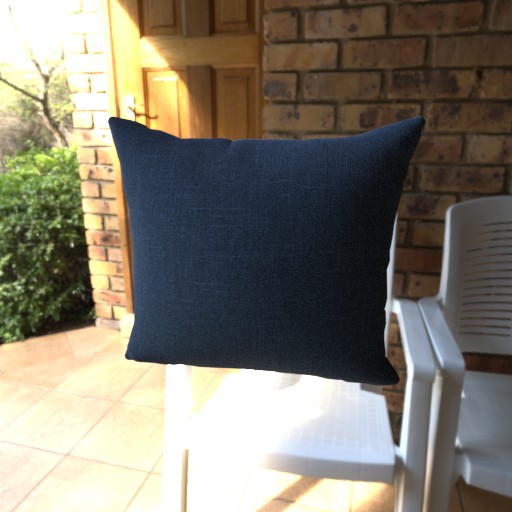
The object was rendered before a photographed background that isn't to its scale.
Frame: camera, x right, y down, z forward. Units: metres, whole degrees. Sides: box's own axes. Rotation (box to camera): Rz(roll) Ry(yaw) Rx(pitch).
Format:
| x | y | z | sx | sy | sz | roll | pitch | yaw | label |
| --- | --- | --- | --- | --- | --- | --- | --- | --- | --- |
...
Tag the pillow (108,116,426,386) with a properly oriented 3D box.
| x | y | z | sx | sy | sz | roll | pitch | yaw | label |
| --- | --- | --- | --- | --- | --- | --- | --- | --- | --- |
| 0.000 | 0.000 | 0.807 | 0.546 | 0.487 | 0.180 | 3 | 17 | 9 | pillow |
